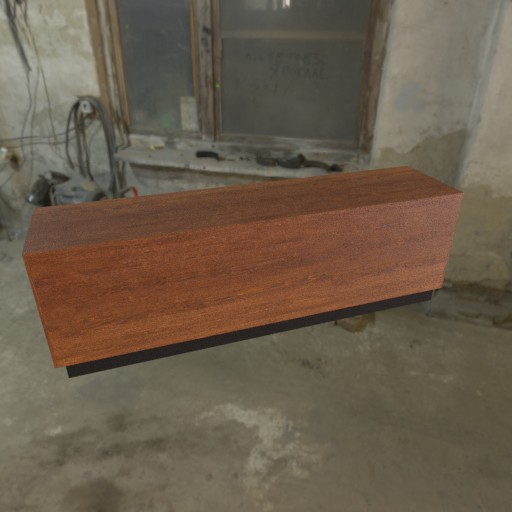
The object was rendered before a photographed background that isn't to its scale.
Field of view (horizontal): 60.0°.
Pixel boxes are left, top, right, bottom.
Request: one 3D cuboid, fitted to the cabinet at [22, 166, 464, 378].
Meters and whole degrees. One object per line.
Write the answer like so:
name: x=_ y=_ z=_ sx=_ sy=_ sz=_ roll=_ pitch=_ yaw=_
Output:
cabinet: x=0.000 y=0.000 z=1.829 sx=1.600 sy=0.510 sz=0.419 roll=-9 pitch=30 yaw=-16
